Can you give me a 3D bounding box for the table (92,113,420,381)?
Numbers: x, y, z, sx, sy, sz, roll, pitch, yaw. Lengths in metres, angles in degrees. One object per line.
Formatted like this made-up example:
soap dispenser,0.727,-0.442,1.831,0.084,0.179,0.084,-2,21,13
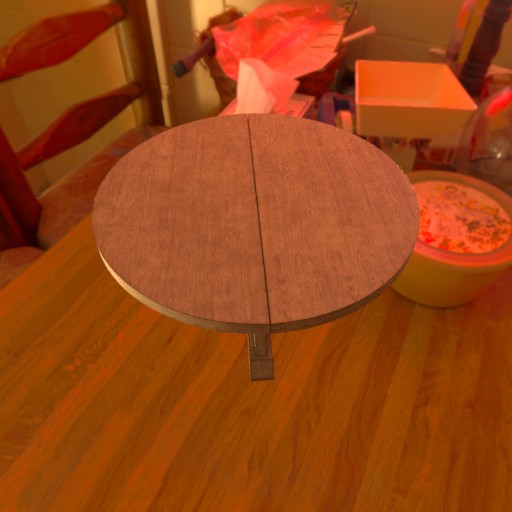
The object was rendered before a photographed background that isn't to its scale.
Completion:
table,0.000,0.000,2.173,1.363,0.781,1.363,0,46,0
